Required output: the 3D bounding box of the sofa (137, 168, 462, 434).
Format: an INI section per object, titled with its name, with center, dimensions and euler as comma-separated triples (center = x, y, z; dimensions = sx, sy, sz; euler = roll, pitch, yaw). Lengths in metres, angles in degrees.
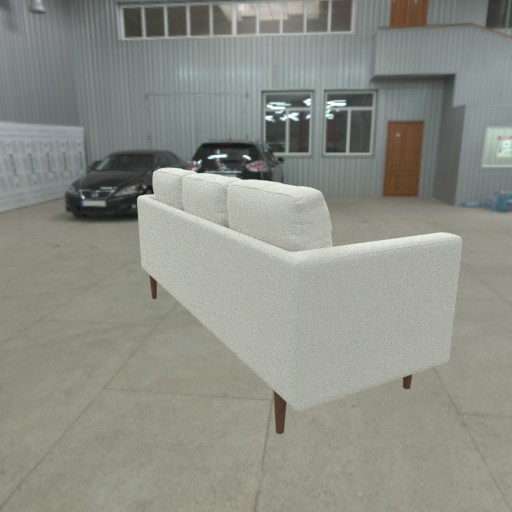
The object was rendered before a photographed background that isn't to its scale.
[sofa]
center = 0.000, 0.000, 2.460
dimensions = 0.802, 0.912, 2.029
euler = -8, 16, -27
